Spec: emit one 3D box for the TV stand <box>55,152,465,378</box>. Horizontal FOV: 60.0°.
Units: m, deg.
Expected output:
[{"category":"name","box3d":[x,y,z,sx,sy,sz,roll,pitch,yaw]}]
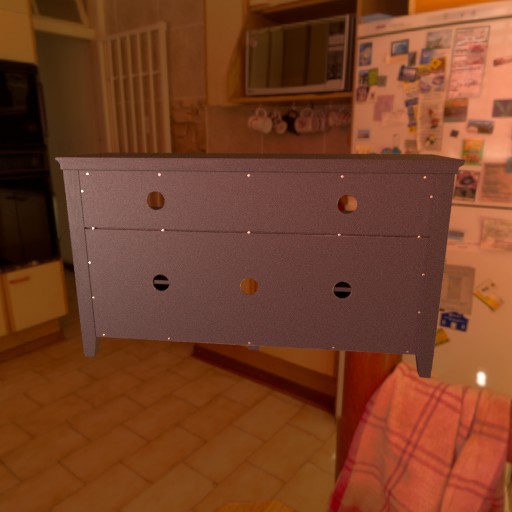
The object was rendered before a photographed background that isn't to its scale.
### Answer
[{"category":"TV stand","box3d":[0.000,0.000,1.540,1.198,0.681,0.347,2,16,7]}]
